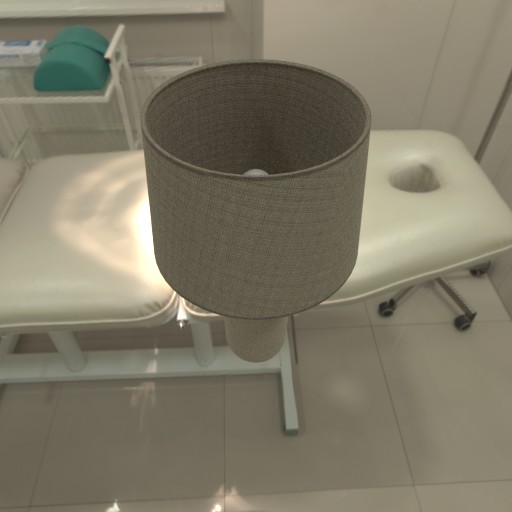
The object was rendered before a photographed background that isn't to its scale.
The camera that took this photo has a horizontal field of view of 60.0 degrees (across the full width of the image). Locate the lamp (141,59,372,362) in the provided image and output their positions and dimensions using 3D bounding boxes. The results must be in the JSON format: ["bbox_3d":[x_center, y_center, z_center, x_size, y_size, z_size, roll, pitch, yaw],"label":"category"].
[{"bbox_3d":[0.000,0.000,0.844,0.367,0.609,0.367,0,47,0],"label":"lamp"}]
